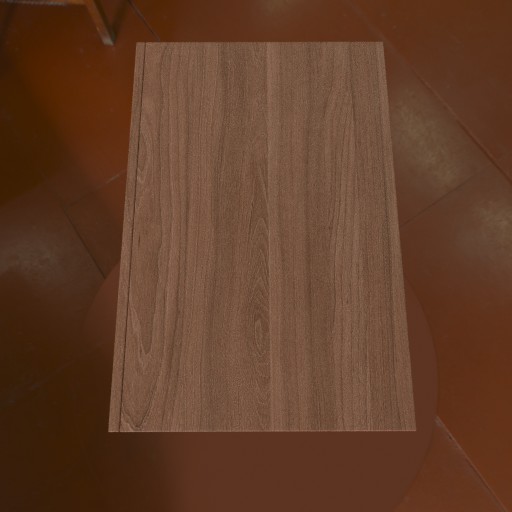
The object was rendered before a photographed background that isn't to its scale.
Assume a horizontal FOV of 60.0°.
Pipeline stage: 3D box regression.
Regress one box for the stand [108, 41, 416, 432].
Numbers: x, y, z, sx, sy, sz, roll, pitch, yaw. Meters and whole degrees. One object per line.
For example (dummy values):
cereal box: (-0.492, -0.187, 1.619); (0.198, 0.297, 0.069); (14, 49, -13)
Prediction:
stand: (0.000, 0.000, 0.897); (0.420, 0.500, 0.600); (0, 76, 0)
